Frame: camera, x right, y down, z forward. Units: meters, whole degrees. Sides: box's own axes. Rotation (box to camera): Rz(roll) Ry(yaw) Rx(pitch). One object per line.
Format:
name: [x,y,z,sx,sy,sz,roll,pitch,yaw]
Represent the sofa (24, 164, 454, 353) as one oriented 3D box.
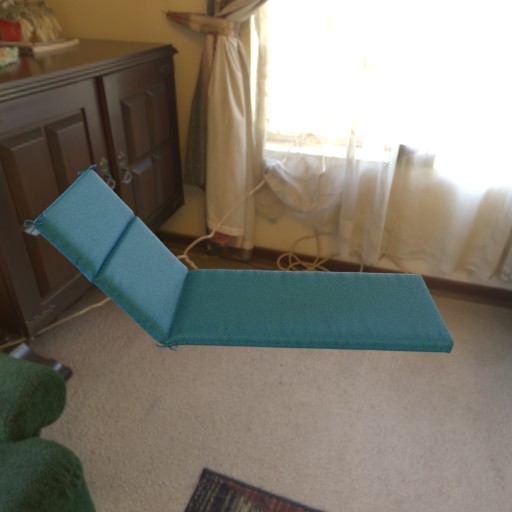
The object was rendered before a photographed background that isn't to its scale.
sofa: [0.000,0.000,1.937,1.663,0.622,0.582,1,31,2]
